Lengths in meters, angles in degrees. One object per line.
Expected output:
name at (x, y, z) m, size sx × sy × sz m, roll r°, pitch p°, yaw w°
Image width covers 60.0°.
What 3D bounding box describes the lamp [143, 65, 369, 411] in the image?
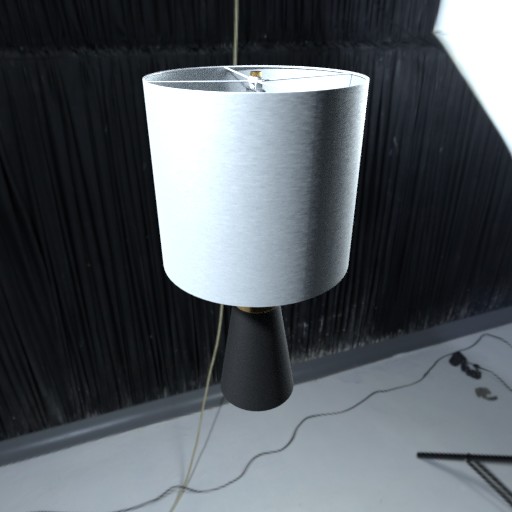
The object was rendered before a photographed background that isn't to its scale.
lamp at (0.000, 0.000, 0.751) m, size 0.308 × 0.580 × 0.308 m, roll -10°, pitch 30°, yaw -18°
